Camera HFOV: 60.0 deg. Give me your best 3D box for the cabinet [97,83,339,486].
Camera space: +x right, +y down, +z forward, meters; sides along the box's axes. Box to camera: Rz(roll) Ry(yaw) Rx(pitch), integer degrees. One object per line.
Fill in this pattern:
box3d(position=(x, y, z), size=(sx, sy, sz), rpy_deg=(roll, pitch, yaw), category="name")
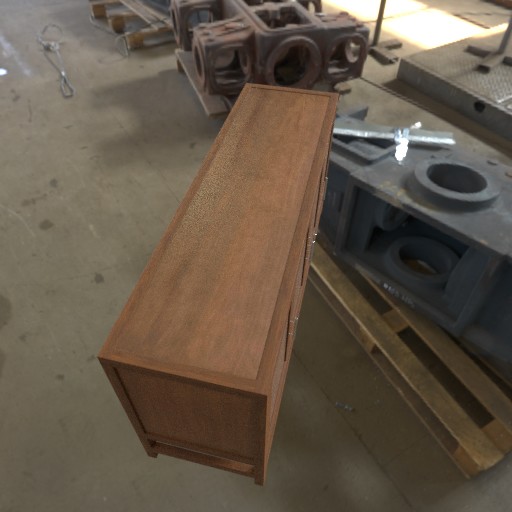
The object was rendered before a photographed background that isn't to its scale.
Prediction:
box3d(position=(0.000, 0.000, 2.085), size=(0.522, 0.820, 1.708), rpy_deg=(10, 48, 9), category="cabinet")
